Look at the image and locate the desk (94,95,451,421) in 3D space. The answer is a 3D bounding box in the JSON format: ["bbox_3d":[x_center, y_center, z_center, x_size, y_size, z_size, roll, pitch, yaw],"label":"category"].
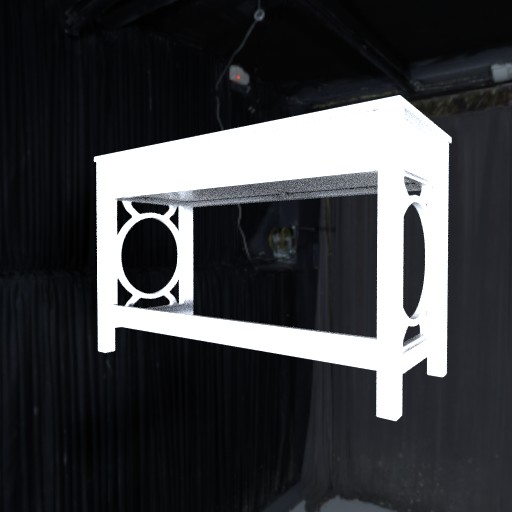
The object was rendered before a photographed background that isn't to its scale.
[{"bbox_3d":[0.000,0.000,1.579,1.191,0.762,0.504,1,2,36],"label":"desk"}]
